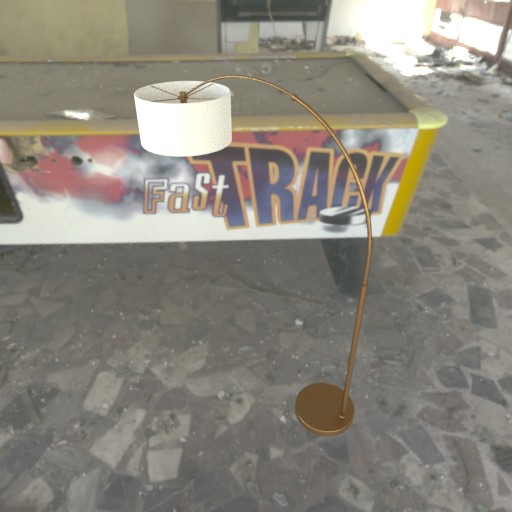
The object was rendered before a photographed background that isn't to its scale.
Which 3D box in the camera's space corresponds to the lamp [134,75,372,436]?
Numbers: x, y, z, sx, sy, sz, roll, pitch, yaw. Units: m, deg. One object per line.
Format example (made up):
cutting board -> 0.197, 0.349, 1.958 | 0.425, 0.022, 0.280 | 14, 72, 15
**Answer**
lamp -> 0.000, 0.000, 2.532 | 1.434, 1.927, 0.493 | 22, 39, 29
